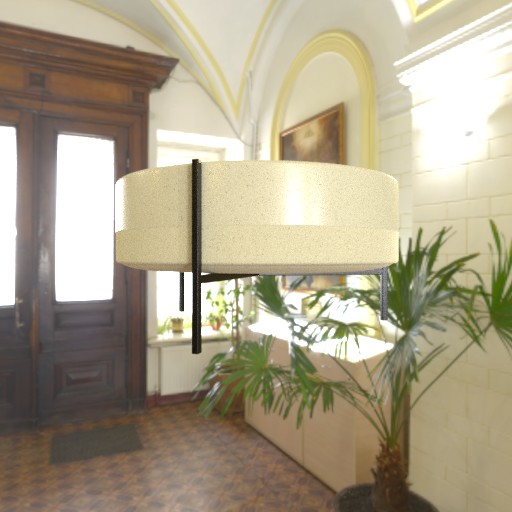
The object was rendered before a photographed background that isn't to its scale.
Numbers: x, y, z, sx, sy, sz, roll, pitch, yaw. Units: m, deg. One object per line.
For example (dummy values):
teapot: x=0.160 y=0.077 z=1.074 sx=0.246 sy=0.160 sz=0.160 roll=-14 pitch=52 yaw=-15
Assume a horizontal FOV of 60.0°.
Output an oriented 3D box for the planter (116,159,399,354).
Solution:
planter: x=0.000 y=0.000 z=0.548 sx=0.336 sy=0.171 sz=0.345 roll=0 pitch=0 yaw=18
